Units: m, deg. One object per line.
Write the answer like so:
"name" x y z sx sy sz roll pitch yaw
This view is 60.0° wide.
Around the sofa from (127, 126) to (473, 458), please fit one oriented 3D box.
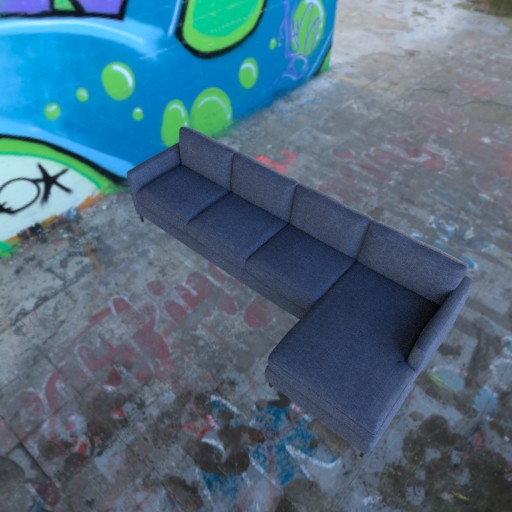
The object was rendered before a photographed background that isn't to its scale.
"sofa" 0.000 0.000 3.521 2.932 0.810 1.350 32 54 27
